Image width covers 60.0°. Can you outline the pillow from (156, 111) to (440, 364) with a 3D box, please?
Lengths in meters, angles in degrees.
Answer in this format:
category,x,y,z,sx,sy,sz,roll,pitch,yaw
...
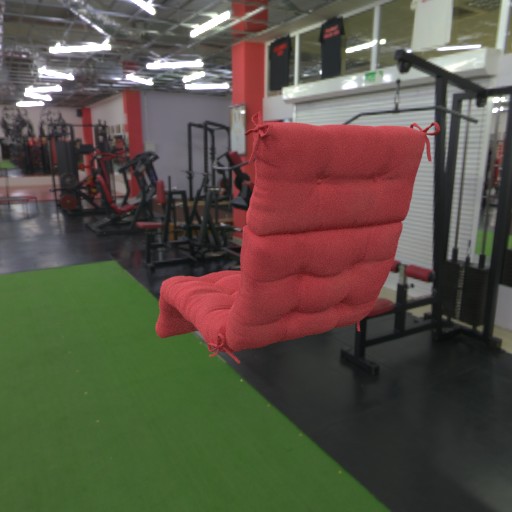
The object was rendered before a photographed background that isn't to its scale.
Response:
category,x,y,z,sx,sy,sz,roll,pitch,yaw
pillow,0.000,0.000,1.510,0.526,0.863,1.016,-7,15,-27
